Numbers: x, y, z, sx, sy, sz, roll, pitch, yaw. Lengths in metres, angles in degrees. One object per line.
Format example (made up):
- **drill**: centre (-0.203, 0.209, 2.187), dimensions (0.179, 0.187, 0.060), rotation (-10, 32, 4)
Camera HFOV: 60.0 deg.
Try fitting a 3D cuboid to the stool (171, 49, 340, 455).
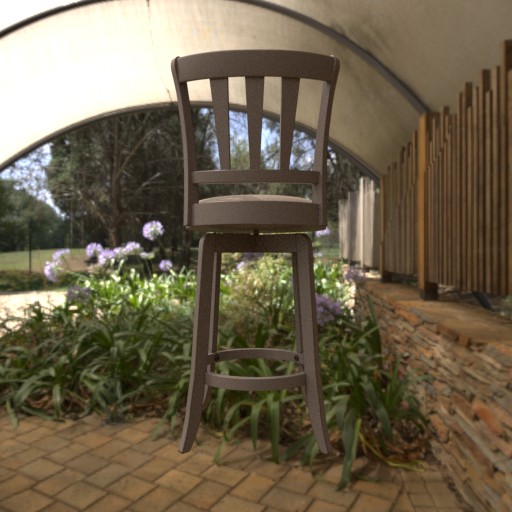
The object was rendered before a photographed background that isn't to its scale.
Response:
- **stool**: centre (0.000, 0.000, 1.291), dimensions (0.436, 1.023, 0.475), rotation (0, 0, 1)
